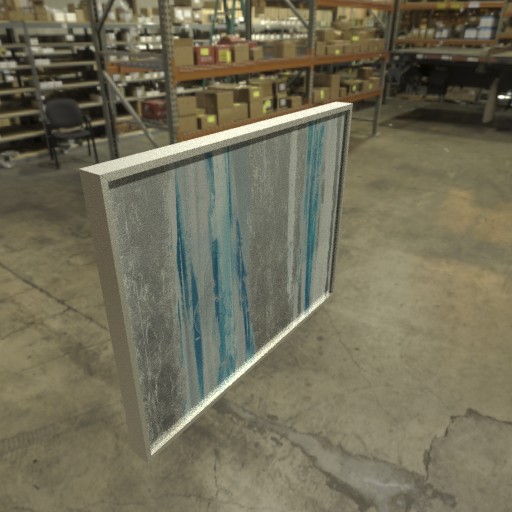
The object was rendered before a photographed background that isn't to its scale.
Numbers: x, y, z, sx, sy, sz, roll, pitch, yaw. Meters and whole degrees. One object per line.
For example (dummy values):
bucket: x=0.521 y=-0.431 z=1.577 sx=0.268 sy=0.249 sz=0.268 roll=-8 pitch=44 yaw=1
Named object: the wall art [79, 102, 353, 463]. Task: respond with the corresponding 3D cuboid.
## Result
wall art: x=0.000 y=0.000 z=1.403 sx=0.066 sy=0.801 sz=1.056 roll=19 pitch=33 yaw=32
